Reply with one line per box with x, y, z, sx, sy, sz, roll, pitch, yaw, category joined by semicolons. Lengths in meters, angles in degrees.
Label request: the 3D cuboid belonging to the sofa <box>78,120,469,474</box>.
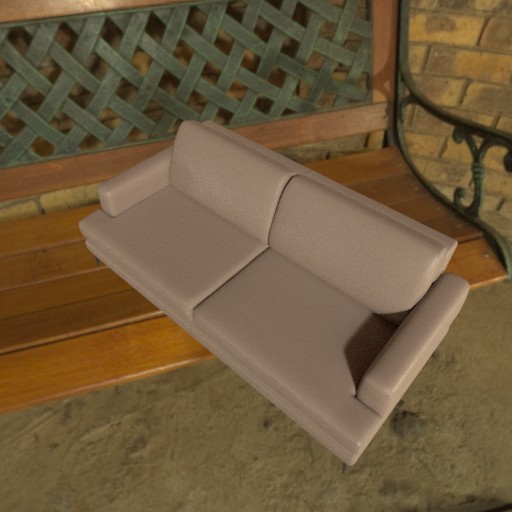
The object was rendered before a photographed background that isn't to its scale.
0.000;0.000;2.360;1.940;0.765;0.974;33;55;27;sofa
